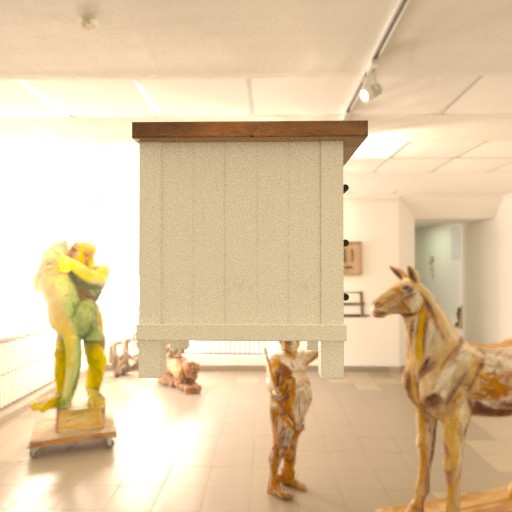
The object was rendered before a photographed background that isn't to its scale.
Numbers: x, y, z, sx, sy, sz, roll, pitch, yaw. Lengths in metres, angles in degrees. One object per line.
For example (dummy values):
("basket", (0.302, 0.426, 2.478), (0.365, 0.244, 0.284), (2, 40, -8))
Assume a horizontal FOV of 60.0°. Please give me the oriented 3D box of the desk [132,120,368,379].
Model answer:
("desk", (0.000, 0.000, 2.189), (0.688, 0.760, 1.803), (0, -1, 1))
